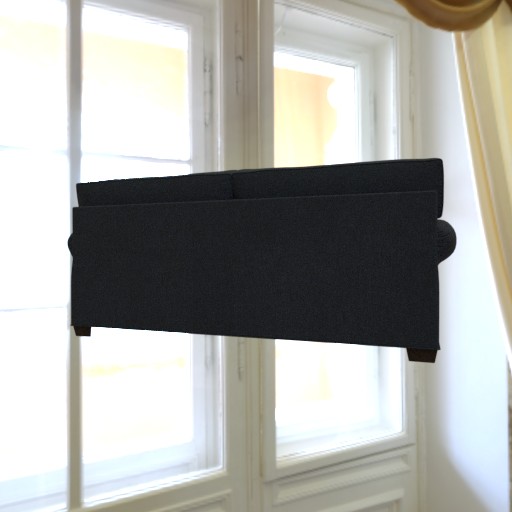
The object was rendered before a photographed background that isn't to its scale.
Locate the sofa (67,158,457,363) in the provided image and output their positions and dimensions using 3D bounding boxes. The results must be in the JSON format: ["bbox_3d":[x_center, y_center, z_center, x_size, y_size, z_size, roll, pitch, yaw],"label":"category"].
[{"bbox_3d":[0.000,0.000,2.904,2.391,1.026,0.954,0,0,20],"label":"sofa"}]
